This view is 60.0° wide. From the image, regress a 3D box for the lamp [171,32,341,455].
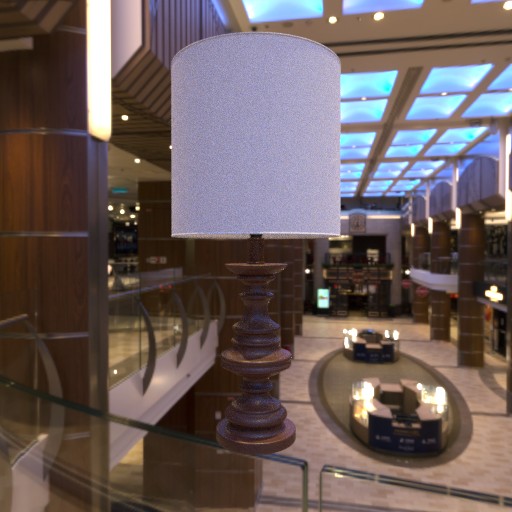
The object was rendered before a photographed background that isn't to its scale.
[{"bbox_3d":[0.000,0.000,0.555,0.208,0.455,0.208,-1,1,-36],"label":"lamp"}]
